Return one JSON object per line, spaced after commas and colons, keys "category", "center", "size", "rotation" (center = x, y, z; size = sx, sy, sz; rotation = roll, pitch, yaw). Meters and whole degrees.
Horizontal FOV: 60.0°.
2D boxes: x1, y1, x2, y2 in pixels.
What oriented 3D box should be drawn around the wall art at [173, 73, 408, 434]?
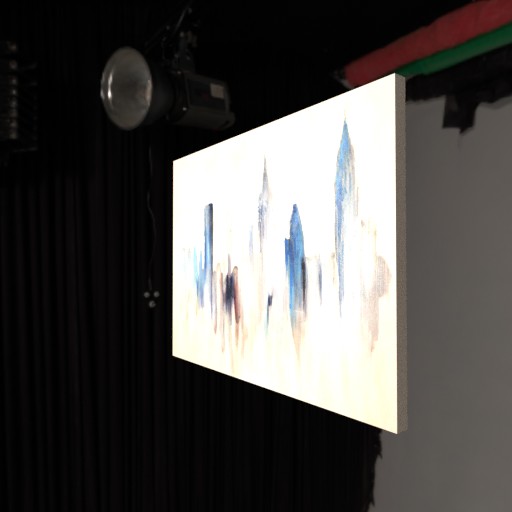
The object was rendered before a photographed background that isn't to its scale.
{"category": "wall art", "center": [0.000, 0.000, 1.349], "size": [0.038, 0.762, 1.016], "rotation": [1, -1, -38]}
